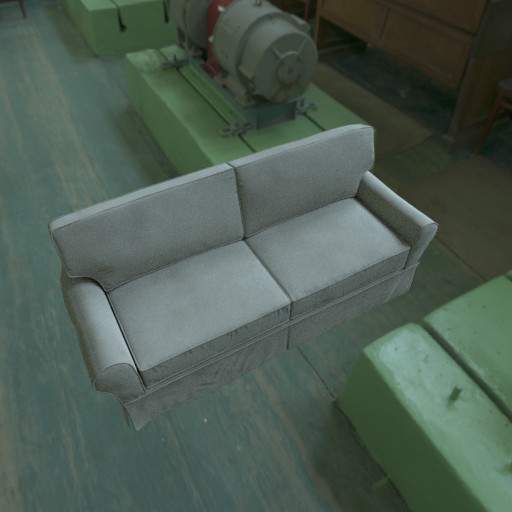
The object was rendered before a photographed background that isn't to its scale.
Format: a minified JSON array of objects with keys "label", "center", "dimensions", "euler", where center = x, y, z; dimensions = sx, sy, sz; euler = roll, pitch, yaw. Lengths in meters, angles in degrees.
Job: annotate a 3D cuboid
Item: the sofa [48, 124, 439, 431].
[{"label":"sofa","center":[0.000,0.000,2.764],"dimensions":[2.246,1.014,0.900],"euler":[-22,50,-20]}]
